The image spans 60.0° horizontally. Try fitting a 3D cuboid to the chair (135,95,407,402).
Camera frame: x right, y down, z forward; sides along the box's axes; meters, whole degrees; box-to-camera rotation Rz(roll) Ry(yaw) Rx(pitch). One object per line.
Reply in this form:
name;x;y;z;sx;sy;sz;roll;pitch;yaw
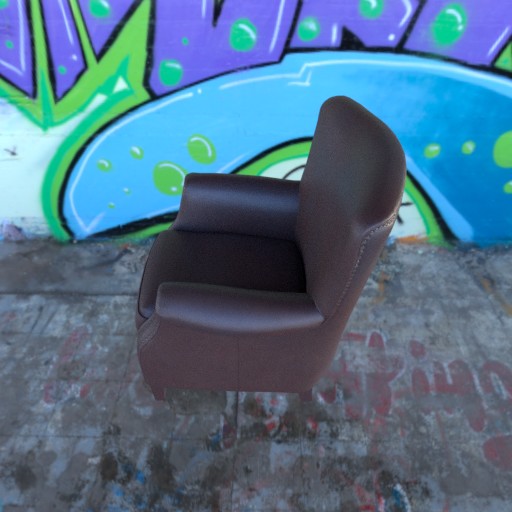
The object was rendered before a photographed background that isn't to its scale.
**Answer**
chair;0.000;0.000;1.389;0.746;0.800;0.700;0;41;0
